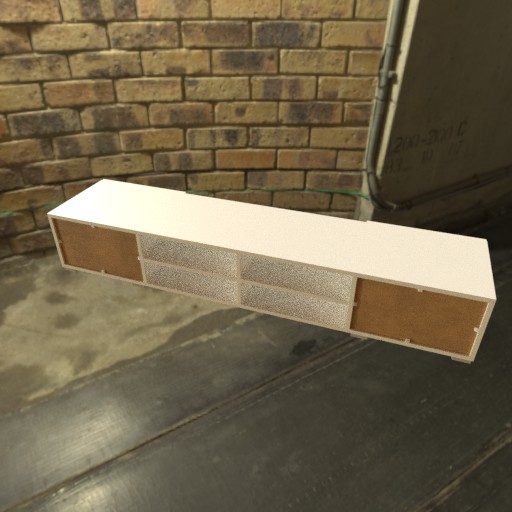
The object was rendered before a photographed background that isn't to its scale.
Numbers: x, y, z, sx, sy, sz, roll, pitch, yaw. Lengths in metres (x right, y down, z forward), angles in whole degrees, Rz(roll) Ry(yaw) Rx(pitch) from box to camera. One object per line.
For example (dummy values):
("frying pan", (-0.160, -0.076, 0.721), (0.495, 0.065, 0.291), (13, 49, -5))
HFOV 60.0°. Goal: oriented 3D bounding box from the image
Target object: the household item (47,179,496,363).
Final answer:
("household item", (0.000, 0.000, 1.987), (1.850, 0.310, 0.420), (11, 34, 16))
